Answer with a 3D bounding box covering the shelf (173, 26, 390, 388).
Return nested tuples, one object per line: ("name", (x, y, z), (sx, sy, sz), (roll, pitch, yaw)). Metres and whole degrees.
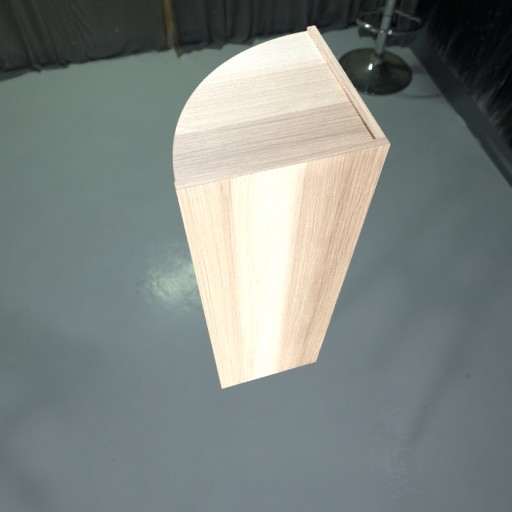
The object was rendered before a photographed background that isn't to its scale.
("shelf", (0.000, 0.000, 1.013), (0.290, 0.872, 0.290), (-14, 59, -9))
